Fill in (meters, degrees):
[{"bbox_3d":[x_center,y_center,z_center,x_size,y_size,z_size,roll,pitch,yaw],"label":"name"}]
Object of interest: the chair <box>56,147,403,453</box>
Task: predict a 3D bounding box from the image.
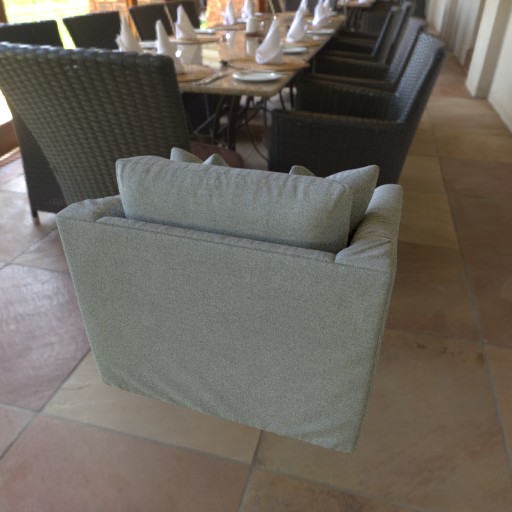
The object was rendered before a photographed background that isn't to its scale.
[{"bbox_3d":[0.000,0.000,2.020,1.194,1.059,1.071,10,33,15],"label":"chair"}]
